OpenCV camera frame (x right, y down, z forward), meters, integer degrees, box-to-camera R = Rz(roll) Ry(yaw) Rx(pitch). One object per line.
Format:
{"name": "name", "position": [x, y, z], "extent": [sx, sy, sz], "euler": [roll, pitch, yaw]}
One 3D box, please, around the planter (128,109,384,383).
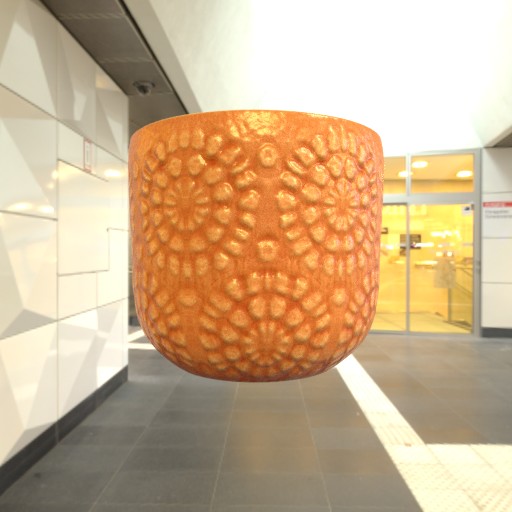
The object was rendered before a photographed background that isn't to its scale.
{"name": "planter", "position": [0.000, 0.000, 0.224], "extent": [0.124, 0.109, 0.124], "euler": [0, 0, 0]}
